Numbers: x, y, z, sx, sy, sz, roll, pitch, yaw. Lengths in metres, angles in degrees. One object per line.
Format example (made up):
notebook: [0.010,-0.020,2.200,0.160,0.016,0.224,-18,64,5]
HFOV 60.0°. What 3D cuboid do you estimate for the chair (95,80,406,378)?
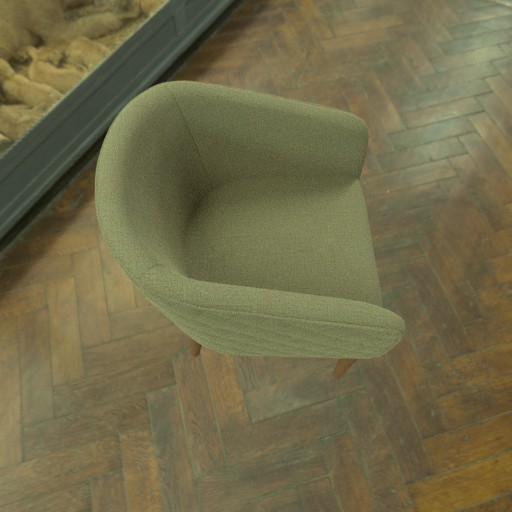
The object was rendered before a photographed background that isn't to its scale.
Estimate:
chair: [0.000,0.000,1.183,0.616,0.775,0.584,-1,62,-1]
